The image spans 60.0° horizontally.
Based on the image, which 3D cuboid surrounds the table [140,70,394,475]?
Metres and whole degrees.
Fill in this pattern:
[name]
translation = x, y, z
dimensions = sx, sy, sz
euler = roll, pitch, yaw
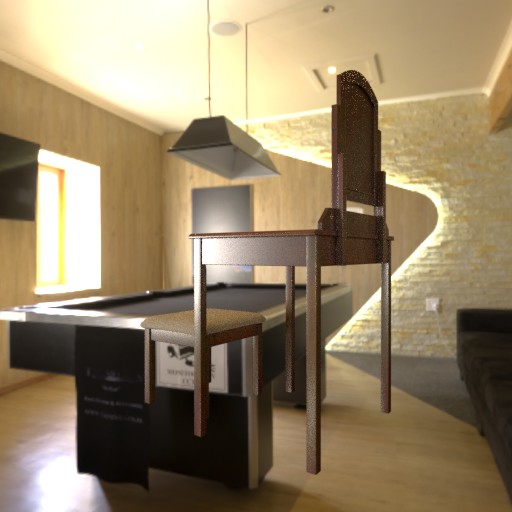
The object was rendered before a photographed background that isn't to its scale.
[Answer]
[table]
translation = 0.000, 0.000, 2.321
dimensions = 1.211, 1.631, 0.876
euler = 0, 0, 36
